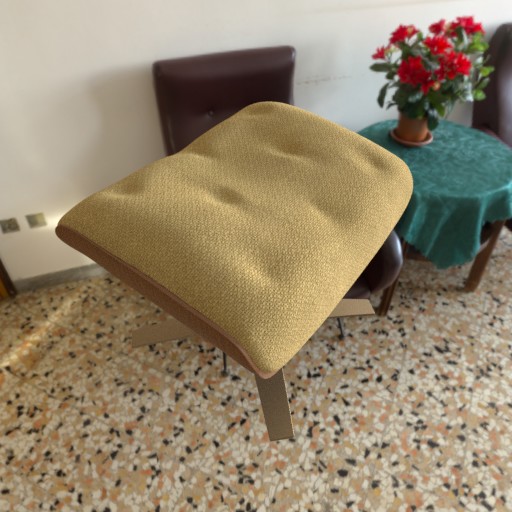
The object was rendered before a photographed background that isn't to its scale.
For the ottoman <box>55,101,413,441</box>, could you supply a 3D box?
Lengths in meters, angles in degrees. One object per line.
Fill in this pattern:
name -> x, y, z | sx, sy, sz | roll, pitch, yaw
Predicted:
ottoman -> 0.000, 0.000, 0.819 | 0.394, 0.391, 0.520 | 25, 47, 26
